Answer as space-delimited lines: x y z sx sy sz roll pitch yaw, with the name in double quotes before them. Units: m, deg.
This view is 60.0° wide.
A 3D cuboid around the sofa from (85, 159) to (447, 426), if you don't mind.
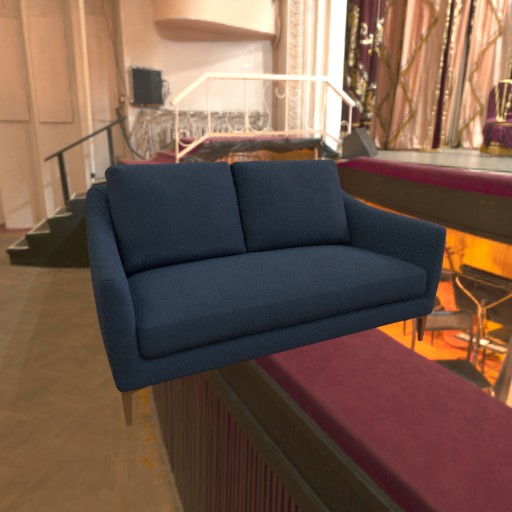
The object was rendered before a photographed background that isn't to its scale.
"sofa" 0.000 0.000 2.219 1.619 0.902 0.960 -8 18 -26
